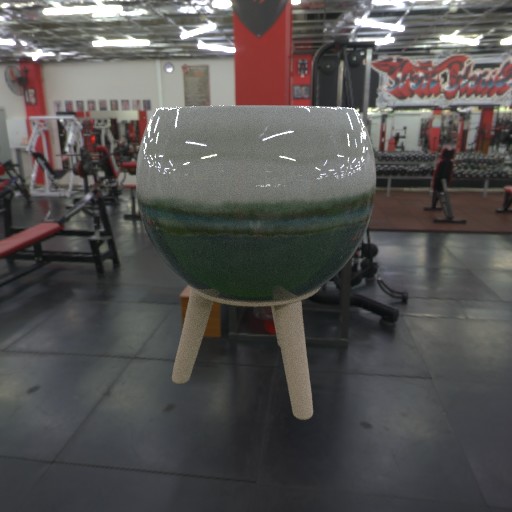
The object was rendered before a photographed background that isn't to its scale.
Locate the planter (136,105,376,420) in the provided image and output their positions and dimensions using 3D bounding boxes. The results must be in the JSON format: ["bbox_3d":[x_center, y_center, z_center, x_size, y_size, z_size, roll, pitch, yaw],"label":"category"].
[{"bbox_3d":[0.000,0.000,0.443,0.222,0.278,0.222,0,16,0],"label":"planter"}]
